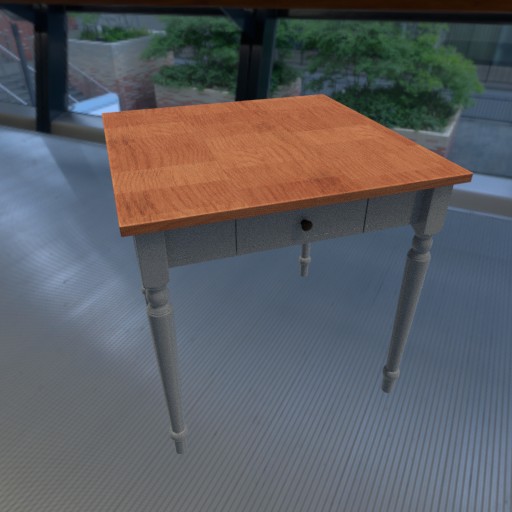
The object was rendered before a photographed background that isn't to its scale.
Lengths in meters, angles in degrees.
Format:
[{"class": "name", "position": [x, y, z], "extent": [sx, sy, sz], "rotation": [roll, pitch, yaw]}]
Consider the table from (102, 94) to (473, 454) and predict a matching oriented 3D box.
[{"class": "table", "position": [0.000, 0.000, 1.361], "extent": [0.747, 0.738, 0.747], "rotation": [-10, 35, -15]}]
